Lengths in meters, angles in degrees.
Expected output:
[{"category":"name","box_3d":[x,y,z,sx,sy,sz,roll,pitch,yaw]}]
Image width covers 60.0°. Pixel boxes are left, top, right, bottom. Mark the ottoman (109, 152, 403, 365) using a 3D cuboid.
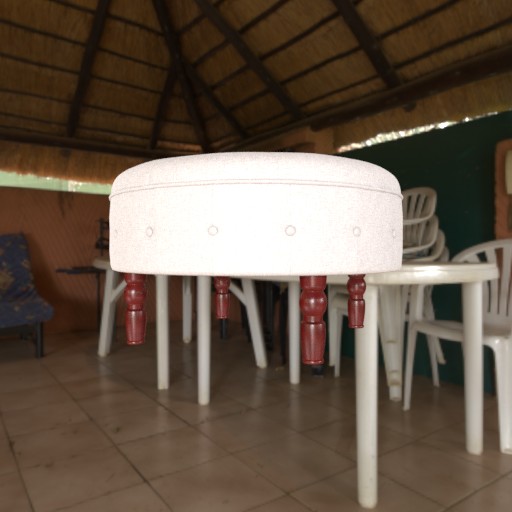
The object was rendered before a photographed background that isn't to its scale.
[{"category":"ottoman","box_3d":[0.000,0.000,1.350,0.849,0.478,0.849,0,1,0]}]
